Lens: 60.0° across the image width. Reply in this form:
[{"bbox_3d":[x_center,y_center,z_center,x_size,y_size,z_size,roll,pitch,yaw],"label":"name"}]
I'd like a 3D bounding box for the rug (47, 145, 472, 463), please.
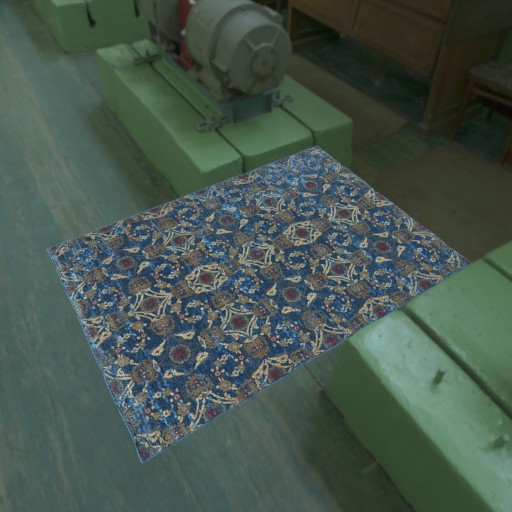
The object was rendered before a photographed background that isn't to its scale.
[{"bbox_3d":[0.000,0.000,4.195,3.291,0.013,2.337,-25,52,-22],"label":"rug"}]
